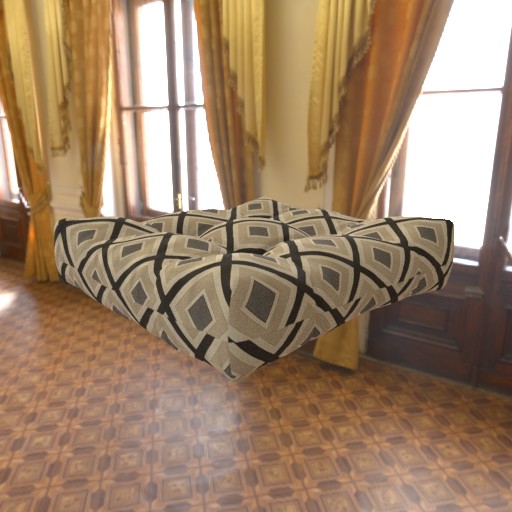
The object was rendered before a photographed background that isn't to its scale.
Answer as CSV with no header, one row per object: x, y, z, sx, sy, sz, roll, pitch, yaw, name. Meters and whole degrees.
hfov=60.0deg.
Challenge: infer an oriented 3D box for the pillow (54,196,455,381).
0.000,0.000,0.723,0.490,0.128,0.468,-13,20,-42,pillow
